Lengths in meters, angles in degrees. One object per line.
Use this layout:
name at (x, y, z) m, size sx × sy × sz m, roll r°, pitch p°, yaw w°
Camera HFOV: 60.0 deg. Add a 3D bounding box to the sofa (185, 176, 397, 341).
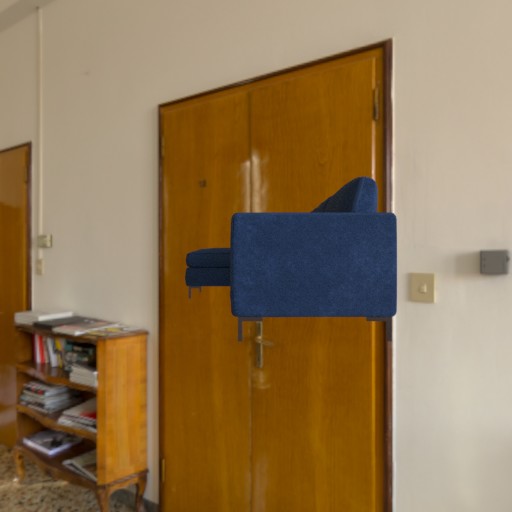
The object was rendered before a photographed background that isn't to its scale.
sofa at (0.000, 0.000, 2.953) m, size 1.128 × 0.679 × 2.450 m, roll 0°, pitch 0°, yaw 0°
